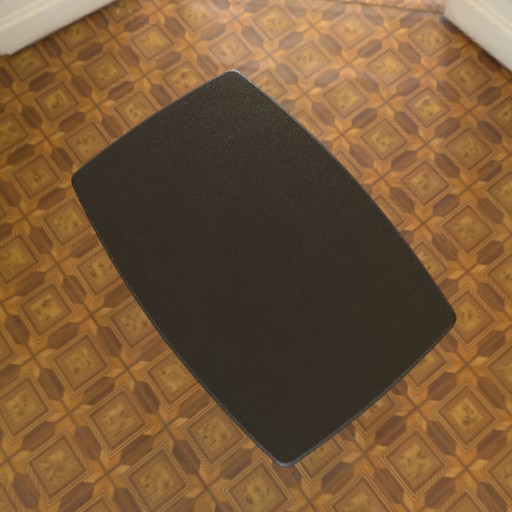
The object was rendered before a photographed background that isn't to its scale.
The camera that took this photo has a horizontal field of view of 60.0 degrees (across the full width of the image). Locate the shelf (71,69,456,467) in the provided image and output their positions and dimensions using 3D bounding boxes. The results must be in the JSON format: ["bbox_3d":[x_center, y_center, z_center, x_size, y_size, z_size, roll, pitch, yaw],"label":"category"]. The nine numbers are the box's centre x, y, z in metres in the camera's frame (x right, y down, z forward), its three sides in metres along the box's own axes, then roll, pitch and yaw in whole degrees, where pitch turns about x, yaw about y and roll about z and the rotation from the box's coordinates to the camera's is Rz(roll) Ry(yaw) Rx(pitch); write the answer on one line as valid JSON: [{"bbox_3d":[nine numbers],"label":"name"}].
[{"bbox_3d":[0.000,0.000,0.531,0.280,0.100,0.410,-37,78,-9],"label":"shelf"}]
